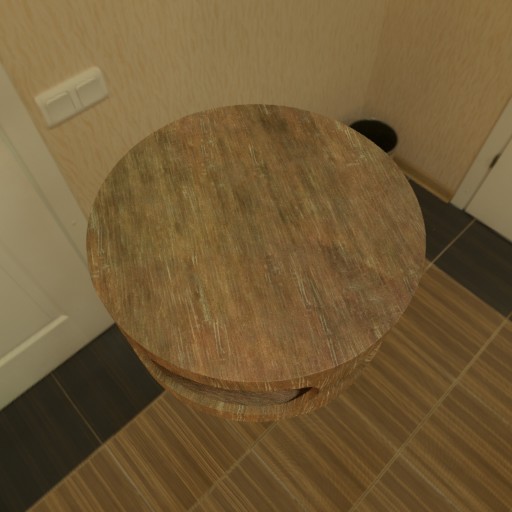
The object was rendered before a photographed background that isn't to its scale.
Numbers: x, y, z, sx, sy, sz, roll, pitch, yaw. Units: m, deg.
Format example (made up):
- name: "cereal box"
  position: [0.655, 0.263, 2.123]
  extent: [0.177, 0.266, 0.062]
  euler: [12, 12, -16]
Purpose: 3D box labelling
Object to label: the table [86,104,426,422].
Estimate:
- name: "table"
  position: [0.000, 0.000, 1.486]
  extent: [0.974, 0.450, 0.974]
  euler: [0, 58, 0]
